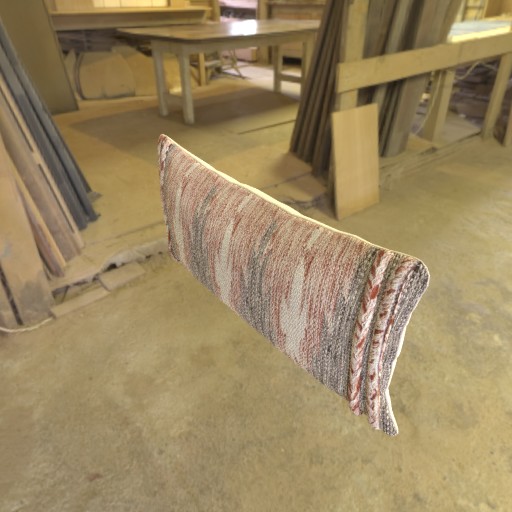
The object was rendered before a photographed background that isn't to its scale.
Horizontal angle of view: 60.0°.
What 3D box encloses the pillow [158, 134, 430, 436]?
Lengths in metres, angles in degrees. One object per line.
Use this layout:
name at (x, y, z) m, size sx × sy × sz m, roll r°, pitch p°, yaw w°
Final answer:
pillow at (0.000, 0.000, 0.750) m, size 0.139 × 0.282 × 0.635 m, roll -22°, pitch 38°, yaw -31°
